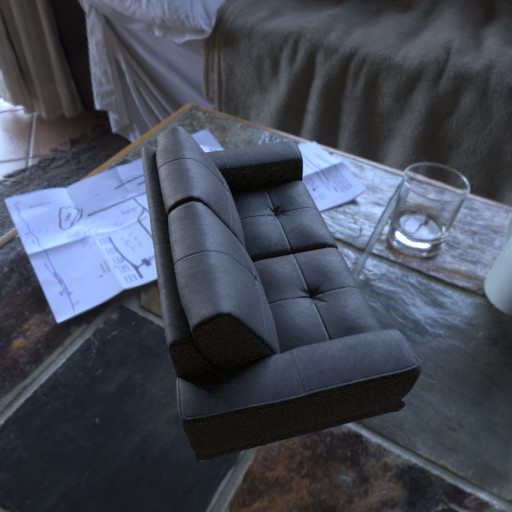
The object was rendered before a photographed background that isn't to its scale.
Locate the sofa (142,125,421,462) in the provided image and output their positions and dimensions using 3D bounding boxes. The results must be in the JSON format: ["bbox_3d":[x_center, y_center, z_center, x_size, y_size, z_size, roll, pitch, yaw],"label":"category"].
[{"bbox_3d":[0.000,0.000,2.379,1.018,0.907,1.806,-10,48,-10],"label":"sofa"}]
